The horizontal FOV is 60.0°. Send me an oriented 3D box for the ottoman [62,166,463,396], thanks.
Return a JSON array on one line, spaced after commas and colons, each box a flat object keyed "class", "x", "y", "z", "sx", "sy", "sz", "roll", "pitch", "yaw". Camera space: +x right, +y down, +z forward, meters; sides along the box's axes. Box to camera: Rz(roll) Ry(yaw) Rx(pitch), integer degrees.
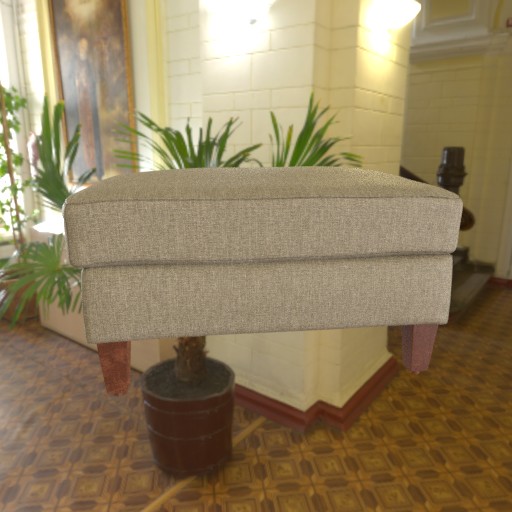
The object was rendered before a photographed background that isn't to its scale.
[{"class": "ottoman", "x": 0.000, "y": 0.000, "z": 1.255, "sx": 0.873, "sy": 0.494, "sz": 0.639, "roll": -2, "pitch": 14, "yaw": -8}]
